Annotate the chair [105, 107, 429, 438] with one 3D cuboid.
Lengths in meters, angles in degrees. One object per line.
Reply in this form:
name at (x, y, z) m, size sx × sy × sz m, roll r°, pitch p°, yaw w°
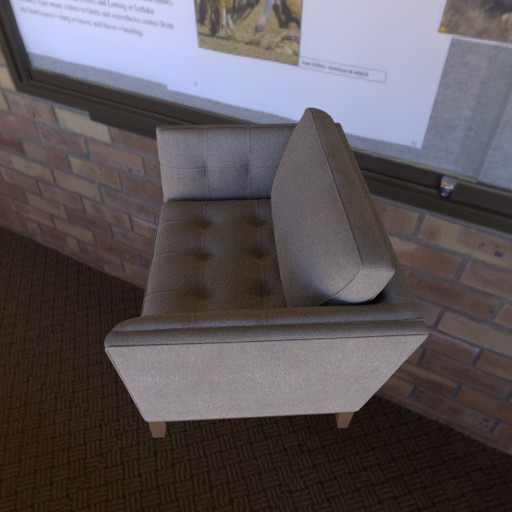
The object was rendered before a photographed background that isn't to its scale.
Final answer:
chair at (0.000, 0.000, 2.006) m, size 0.965 × 0.942 × 1.396 m, roll -2°, pitch 43°, yaw -2°
